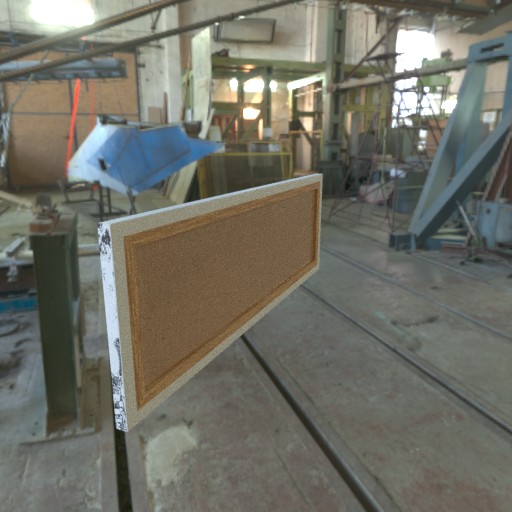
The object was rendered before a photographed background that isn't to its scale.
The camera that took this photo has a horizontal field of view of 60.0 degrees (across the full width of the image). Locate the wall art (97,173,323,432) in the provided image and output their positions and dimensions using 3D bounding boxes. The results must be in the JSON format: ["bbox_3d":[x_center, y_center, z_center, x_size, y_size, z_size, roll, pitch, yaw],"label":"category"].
[{"bbox_3d":[0.000,0.000,1.671,0.039,0.507,1.520,7,16,24],"label":"wall art"}]
